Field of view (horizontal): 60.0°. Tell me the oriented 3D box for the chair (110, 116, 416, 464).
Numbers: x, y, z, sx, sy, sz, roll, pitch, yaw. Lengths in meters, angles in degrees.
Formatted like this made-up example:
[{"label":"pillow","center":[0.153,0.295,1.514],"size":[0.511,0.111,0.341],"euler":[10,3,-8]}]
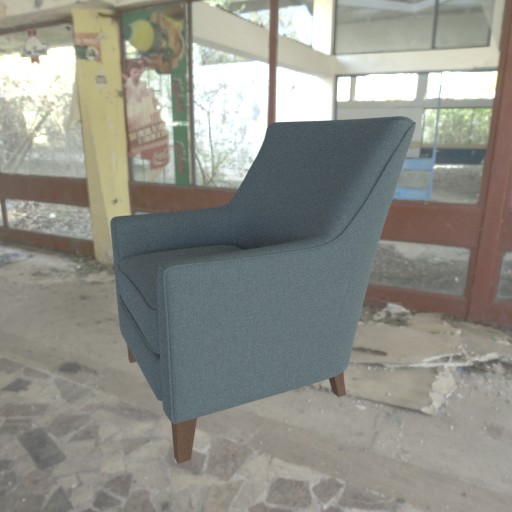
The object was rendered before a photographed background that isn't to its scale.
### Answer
[{"label":"chair","center":[0.000,0.000,1.542],"size":[0.879,0.916,0.756],"euler":[-8,17,-26]}]
